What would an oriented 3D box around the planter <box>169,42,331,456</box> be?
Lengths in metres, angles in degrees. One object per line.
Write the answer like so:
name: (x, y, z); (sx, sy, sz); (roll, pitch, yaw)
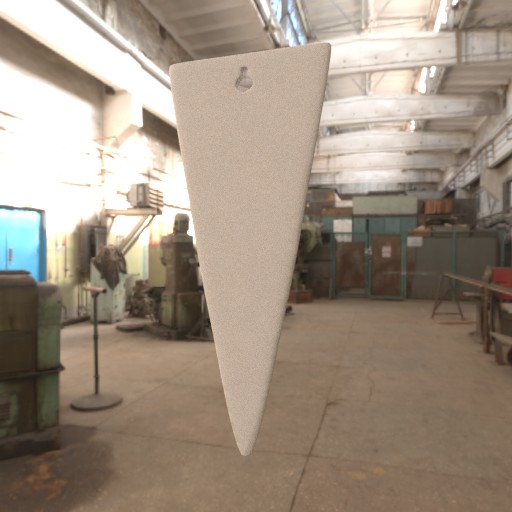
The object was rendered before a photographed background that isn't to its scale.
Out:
planter: (0.000, 0.000, 0.400); (0.143, 0.338, 0.065); (0, 0, 18)
